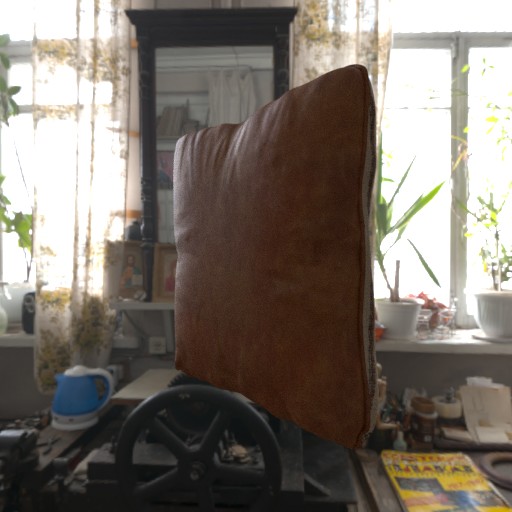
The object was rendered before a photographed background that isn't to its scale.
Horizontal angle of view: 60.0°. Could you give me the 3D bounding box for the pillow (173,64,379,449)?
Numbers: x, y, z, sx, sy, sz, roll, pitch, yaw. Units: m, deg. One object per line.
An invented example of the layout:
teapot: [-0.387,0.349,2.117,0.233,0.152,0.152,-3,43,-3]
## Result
pillow: [0.000,0.000,0.737,0.130,0.490,0.489,0,1,-36]
